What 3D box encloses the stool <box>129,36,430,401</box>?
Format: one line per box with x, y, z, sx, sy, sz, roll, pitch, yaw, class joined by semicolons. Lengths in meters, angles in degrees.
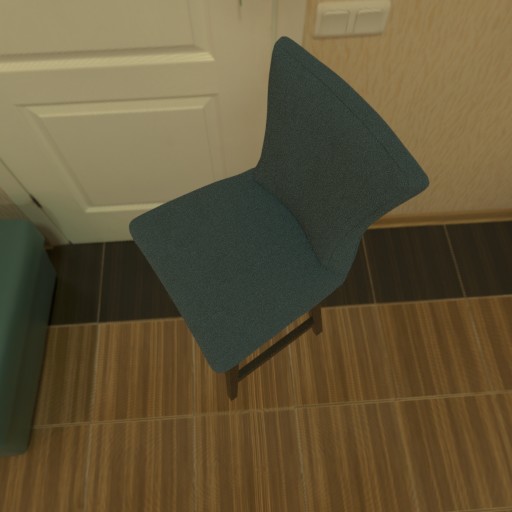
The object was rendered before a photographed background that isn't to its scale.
0.000;0.000;1.341;0.574;1.000;0.514;-30;68;-14;stool
